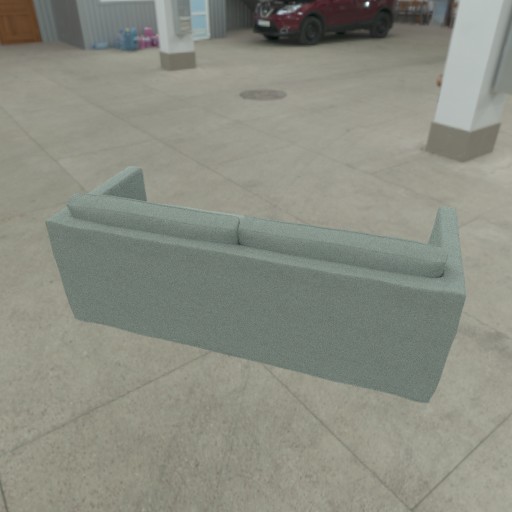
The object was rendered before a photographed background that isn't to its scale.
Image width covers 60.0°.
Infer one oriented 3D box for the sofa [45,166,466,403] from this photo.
[{"bbox_3d":[0.000,0.000,2.790,2.312,0.853,0.962,10,34,15],"label":"sofa"}]
